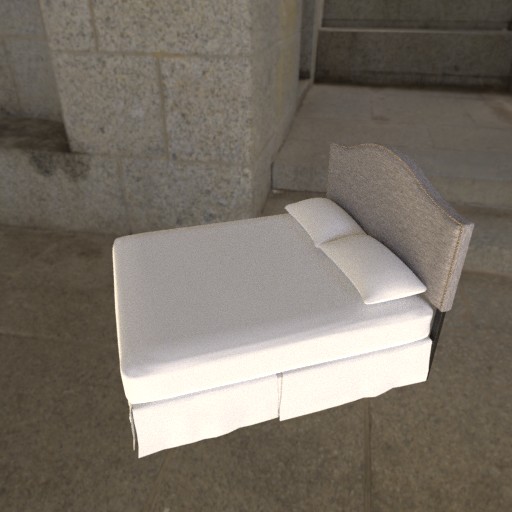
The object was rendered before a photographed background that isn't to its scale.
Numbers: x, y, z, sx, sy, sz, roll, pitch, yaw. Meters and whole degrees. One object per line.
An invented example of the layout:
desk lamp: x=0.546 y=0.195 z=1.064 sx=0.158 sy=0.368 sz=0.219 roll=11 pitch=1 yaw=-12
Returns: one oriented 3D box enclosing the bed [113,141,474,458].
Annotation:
bed: x=0.000 y=0.000 z=2.920 sx=1.870 sy=1.295 sz=1.610 roll=-9 pitch=32 yaw=-15
